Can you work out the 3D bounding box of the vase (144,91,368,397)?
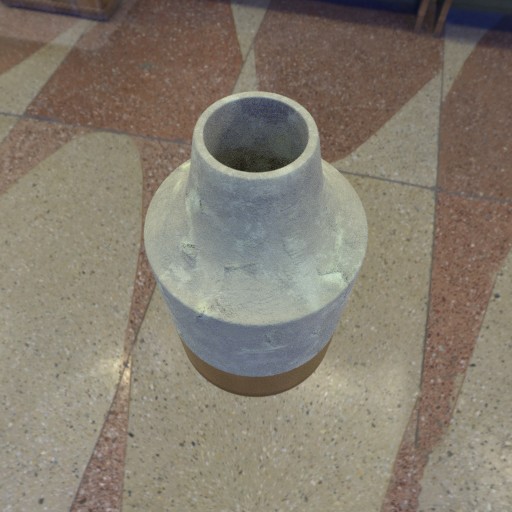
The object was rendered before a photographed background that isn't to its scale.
[{"bbox_3d":[0.000,0.000,0.411,0.184,0.305,0.184,0,59,0],"label":"vase"}]
